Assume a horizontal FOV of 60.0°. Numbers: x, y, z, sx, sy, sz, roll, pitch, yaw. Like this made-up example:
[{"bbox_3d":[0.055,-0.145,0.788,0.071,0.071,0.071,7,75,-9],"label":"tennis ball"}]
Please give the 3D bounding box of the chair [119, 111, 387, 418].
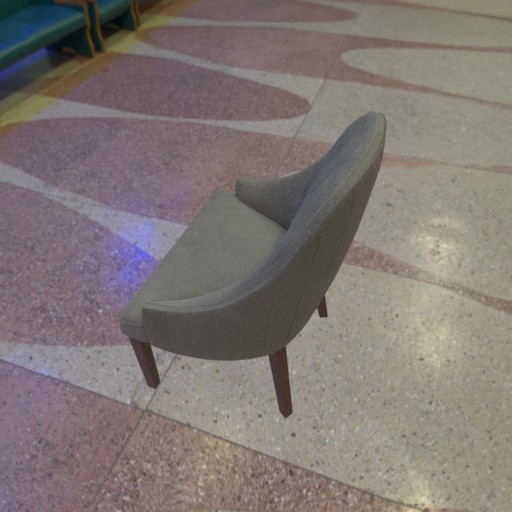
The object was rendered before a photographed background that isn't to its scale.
[{"bbox_3d":[0.000,0.000,1.298,0.575,0.889,0.643,16,48,15],"label":"chair"}]
